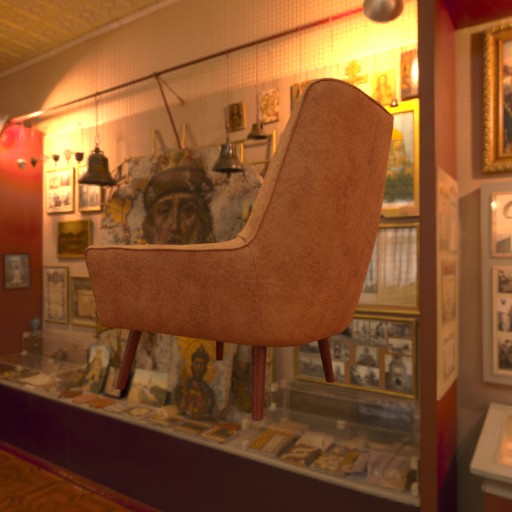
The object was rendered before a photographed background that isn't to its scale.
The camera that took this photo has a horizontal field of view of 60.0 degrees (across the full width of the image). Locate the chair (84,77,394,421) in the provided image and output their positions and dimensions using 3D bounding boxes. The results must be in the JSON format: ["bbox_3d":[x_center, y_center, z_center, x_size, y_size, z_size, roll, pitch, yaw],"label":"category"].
[{"bbox_3d":[0.000,0.000,1.473,0.851,0.883,0.753,0,-1,35],"label":"chair"}]
